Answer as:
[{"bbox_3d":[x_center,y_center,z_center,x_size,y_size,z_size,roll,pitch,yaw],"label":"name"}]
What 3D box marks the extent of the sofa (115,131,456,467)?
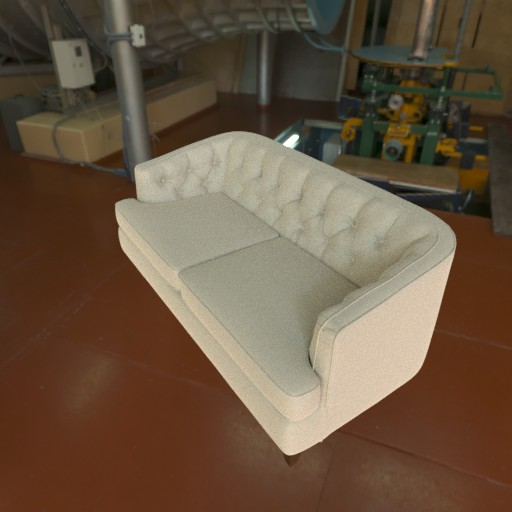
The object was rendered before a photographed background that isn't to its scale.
[{"bbox_3d":[0.000,0.000,2.245,0.941,0.855,1.733,-20,37,-28],"label":"sofa"}]
